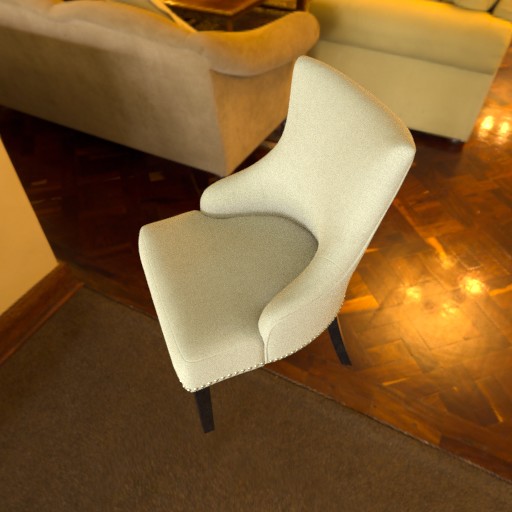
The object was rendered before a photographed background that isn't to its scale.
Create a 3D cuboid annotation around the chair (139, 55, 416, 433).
[{"bbox_3d":[0.000,0.000,1.297,0.629,0.909,0.566,-16,48,-15],"label":"chair"}]
